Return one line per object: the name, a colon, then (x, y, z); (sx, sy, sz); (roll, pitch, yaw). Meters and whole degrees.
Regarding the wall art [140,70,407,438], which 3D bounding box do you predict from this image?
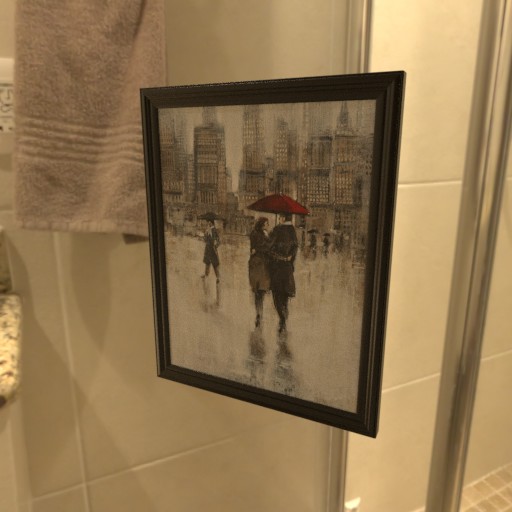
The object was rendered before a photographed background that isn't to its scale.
wall art: (0.000, 0.000, 1.614); (0.950, 1.194, 0.053); (7, 16, 26)
